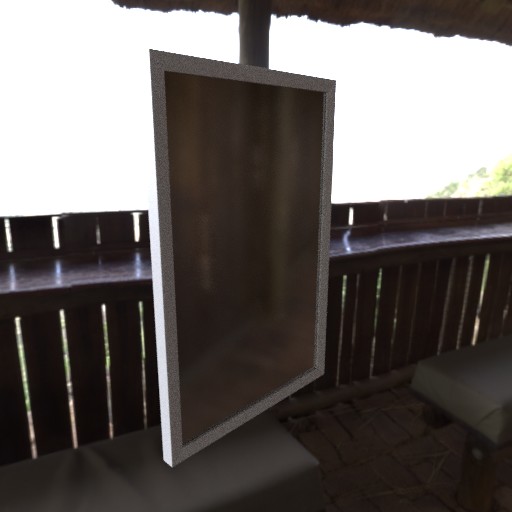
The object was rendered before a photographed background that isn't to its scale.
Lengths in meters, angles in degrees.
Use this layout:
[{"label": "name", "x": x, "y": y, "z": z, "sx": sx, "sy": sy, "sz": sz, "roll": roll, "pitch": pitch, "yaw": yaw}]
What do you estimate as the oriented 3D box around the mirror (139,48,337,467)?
[{"label": "mirror", "x": 0.000, "y": 0.000, "z": 1.159, "sx": 0.041, "sy": 0.914, "sz": 0.609, "roll": 14, "pitch": 20, "yaw": 42}]
